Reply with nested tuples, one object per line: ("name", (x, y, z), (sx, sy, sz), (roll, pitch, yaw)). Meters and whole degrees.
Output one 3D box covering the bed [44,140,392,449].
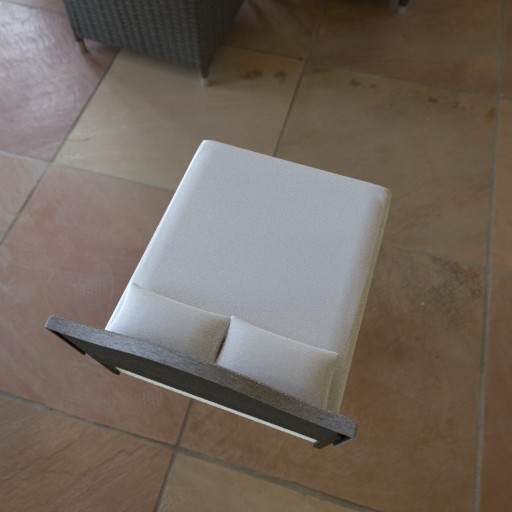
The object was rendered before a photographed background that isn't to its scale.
("bed", (0.000, 0.000, 2.883), (1.610, 1.295, 1.870), (17, 64, 8))
